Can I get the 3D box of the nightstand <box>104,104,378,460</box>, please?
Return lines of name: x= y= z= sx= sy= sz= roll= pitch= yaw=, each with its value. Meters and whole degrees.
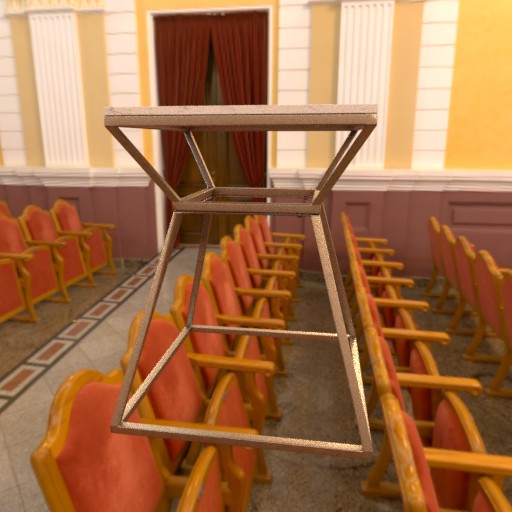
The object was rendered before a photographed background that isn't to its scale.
nightstand: x=0.000 y=0.000 z=0.904 sx=0.455 sy=0.554 sz=0.455 roll=2 pitch=15 yaw=9
